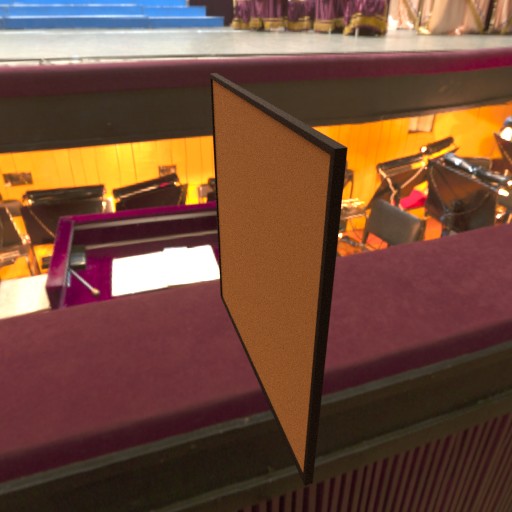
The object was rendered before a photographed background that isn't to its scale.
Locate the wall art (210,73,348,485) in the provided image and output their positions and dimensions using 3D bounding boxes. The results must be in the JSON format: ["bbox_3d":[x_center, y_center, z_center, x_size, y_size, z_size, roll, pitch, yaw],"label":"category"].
[{"bbox_3d":[0.000,0.000,0.670,0.013,0.457,0.458,-9,31,-16],"label":"wall art"}]
